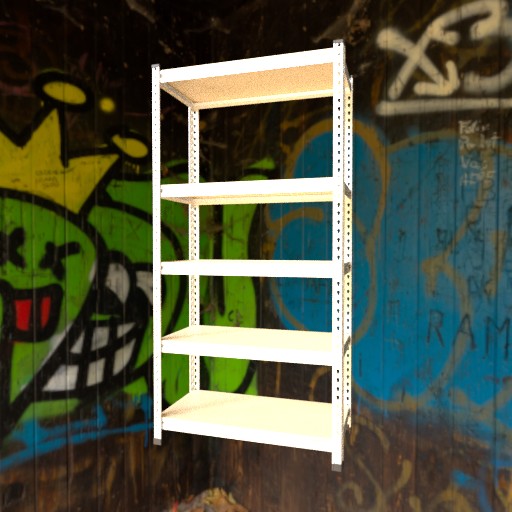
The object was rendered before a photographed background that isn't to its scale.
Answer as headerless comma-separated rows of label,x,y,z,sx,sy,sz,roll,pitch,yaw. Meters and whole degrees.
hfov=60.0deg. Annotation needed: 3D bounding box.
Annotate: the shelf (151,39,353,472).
shelf,0.000,0.000,2.222,0.914,1.829,0.457,0,1,17
